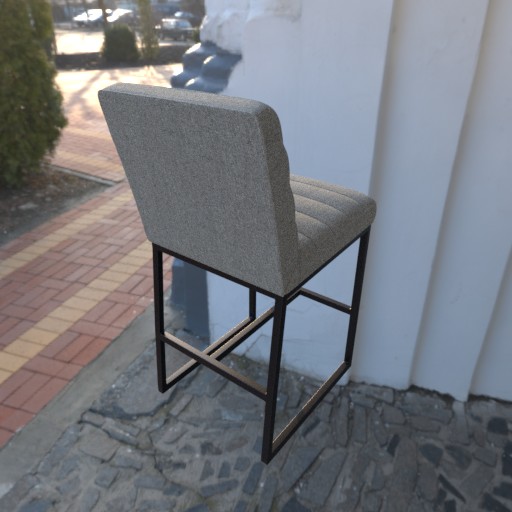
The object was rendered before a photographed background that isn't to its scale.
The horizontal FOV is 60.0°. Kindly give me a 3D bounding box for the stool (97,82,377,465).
[{"bbox_3d":[0.000,0.000,1.247,0.460,0.940,0.560,20,35,33],"label":"stool"}]
